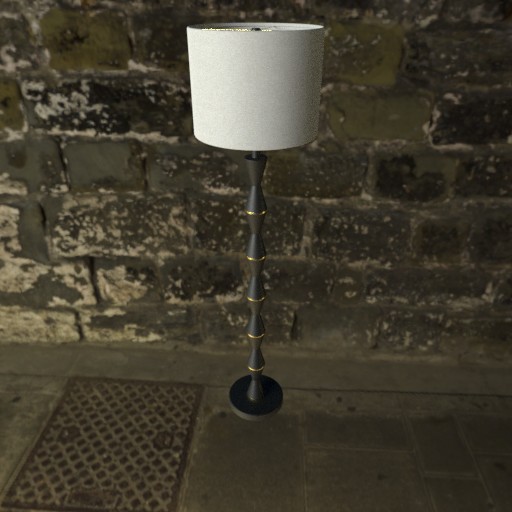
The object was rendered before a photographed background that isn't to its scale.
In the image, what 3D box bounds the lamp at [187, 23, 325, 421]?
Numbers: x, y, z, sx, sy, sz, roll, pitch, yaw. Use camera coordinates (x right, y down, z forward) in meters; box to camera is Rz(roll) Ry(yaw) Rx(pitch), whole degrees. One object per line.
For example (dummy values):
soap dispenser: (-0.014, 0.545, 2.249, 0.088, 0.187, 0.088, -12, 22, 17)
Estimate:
lamp: (0.000, 0.000, 1.606, 0.381, 1.480, 0.381, 9, 32, 15)
